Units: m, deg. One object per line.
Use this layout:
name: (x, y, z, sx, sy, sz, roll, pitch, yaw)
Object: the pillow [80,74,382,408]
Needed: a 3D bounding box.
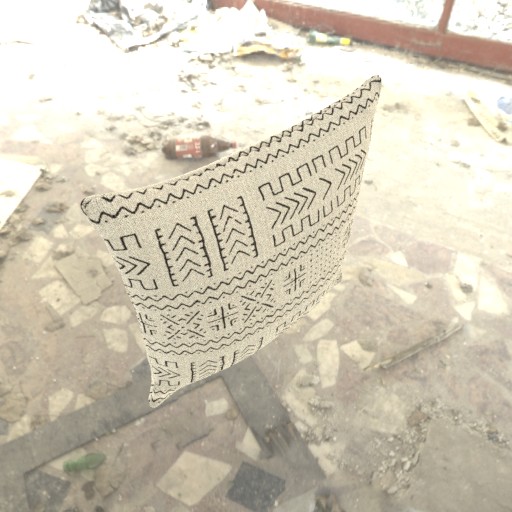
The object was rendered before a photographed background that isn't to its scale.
pillow: (0.000, 0.000, 0.661, 0.438, 0.430, 0.164, -30, 53, -26)
